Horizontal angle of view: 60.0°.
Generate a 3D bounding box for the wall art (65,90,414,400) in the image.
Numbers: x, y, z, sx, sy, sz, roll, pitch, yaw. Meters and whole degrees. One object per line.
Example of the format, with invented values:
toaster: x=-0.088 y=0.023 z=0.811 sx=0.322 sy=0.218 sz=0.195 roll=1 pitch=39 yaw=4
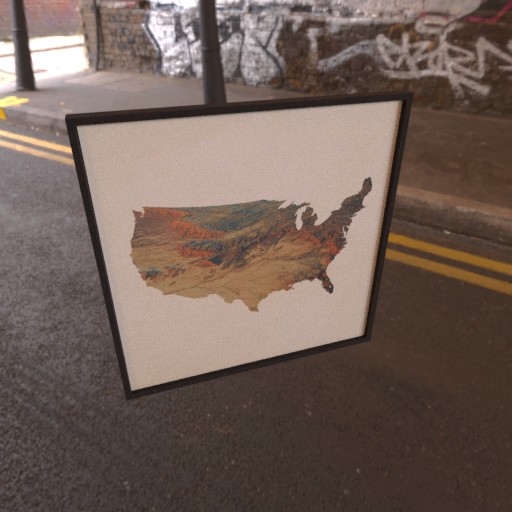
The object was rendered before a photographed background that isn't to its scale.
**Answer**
wall art: x=0.000 y=0.000 z=1.139 sx=0.762 sy=0.762 sz=0.038 roll=-10 pitch=32 yaw=-16
